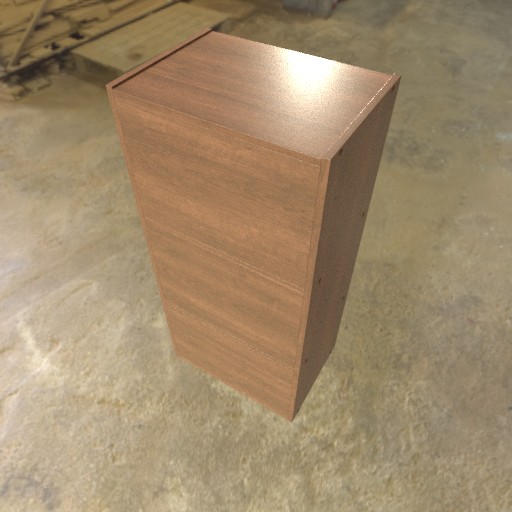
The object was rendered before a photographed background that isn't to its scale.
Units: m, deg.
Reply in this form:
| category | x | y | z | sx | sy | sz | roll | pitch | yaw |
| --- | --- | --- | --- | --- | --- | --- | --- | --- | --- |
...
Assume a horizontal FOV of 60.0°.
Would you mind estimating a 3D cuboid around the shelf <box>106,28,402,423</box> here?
| category | x | y | z | sx | sy | sz | roll | pitch | yaw |
| --- | --- | --- | --- | --- | --- | --- | --- | --- | --- |
| shelf | 0.000 | 0.000 | 1.074 | 0.414 | 0.879 | 0.290 | 24 | 52 | 21 |
